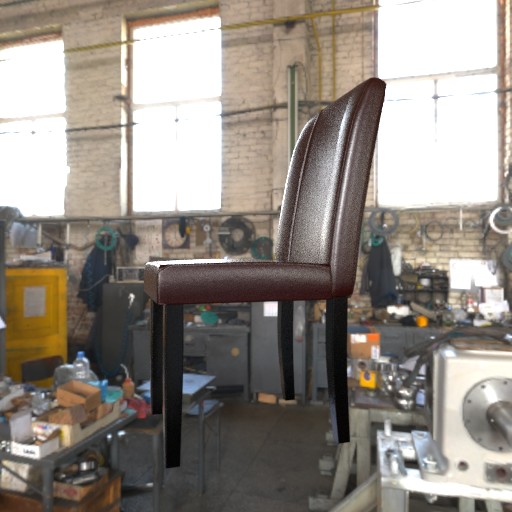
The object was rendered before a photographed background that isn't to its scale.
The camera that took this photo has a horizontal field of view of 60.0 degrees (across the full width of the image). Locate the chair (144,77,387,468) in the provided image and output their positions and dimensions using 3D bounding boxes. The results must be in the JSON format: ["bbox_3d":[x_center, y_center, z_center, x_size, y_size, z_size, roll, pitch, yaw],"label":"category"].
[{"bbox_3d":[0.000,0.000,1.184,0.556,0.897,0.399,0,0,-18],"label":"chair"}]
